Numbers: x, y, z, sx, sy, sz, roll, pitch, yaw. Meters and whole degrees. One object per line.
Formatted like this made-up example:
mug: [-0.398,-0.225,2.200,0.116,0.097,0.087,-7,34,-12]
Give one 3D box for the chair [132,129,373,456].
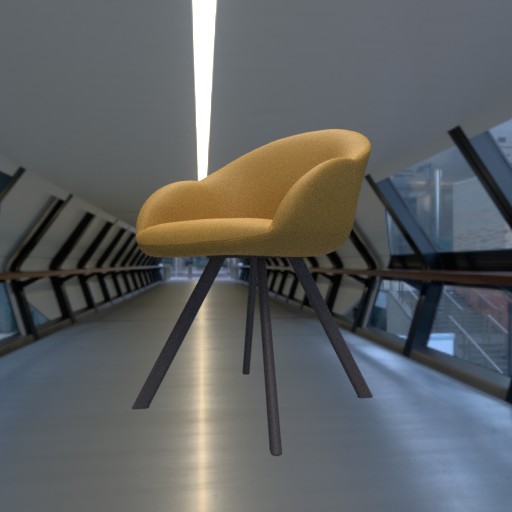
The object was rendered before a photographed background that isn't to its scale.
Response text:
chair: [0.000,0.000,1.201,0.551,0.793,0.583,0,0,37]
